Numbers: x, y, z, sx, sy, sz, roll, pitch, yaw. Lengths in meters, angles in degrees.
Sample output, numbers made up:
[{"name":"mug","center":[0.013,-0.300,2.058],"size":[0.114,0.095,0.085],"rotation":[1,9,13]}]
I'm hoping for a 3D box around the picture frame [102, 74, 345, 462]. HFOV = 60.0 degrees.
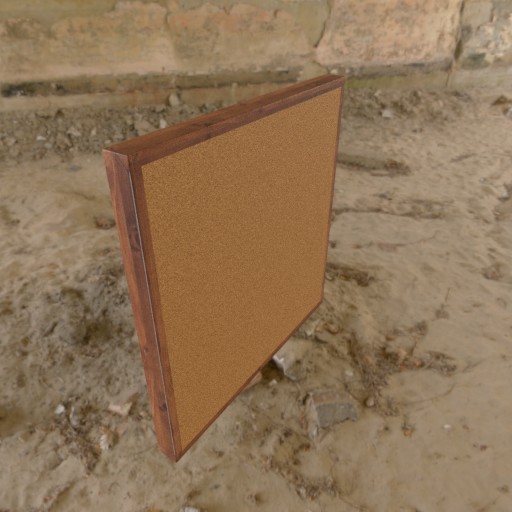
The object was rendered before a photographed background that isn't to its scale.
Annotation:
[{"name":"picture frame","center":[0.000,0.000,0.529],"size":[0.028,0.356,0.352],"rotation":[20,37,29]}]
